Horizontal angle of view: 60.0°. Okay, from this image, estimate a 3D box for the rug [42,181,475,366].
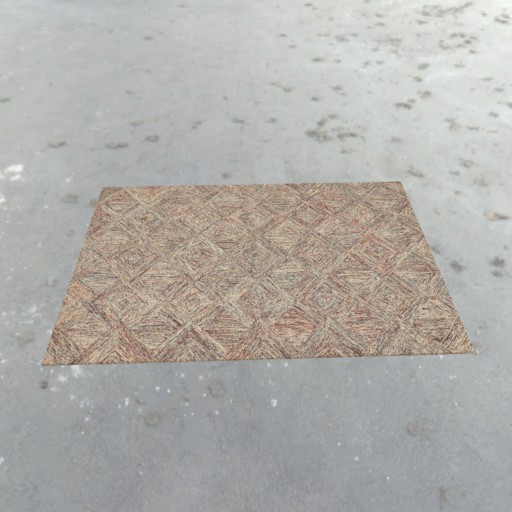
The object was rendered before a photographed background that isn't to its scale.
[{"bbox_3d":[0.000,0.000,2.865,2.285,0.019,1.523,-1,46,-1],"label":"rug"}]
